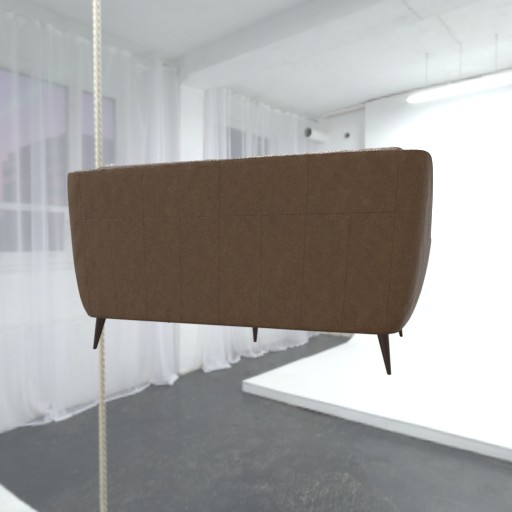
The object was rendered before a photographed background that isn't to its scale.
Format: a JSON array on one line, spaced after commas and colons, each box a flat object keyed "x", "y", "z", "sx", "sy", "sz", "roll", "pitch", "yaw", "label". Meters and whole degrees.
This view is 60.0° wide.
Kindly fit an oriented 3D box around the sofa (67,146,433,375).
[{"x": 0.000, "y": 0.000, "z": 2.293, "sx": 1.731, "sy": 0.886, "sz": 0.981, "roll": 0, "pitch": 1, "yaw": 19, "label": "sofa"}]
